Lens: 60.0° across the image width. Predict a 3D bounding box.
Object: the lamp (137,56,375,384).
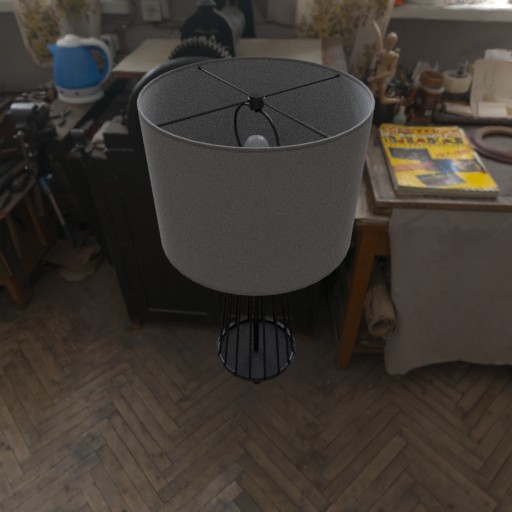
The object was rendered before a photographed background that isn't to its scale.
[{"bbox_3d":[0.000,0.000,0.805,0.322,0.593,0.322,-25,47,-26],"label":"lamp"}]
